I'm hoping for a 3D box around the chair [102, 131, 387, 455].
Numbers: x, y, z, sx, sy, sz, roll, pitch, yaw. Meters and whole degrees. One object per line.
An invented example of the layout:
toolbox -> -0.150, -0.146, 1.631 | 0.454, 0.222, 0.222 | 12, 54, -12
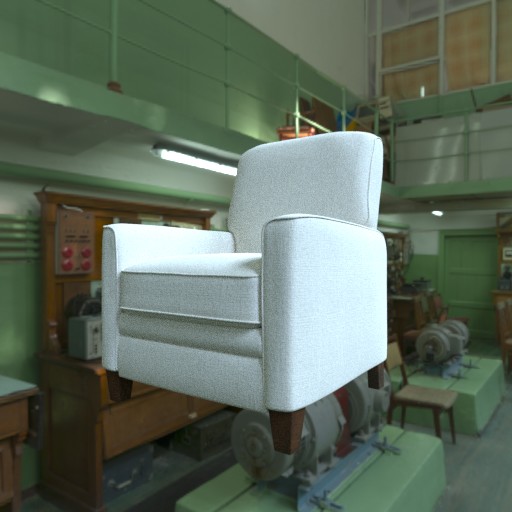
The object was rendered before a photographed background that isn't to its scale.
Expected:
chair -> 0.000, 0.000, 1.671 | 0.841, 1.028, 0.858 | 0, 1, 35
